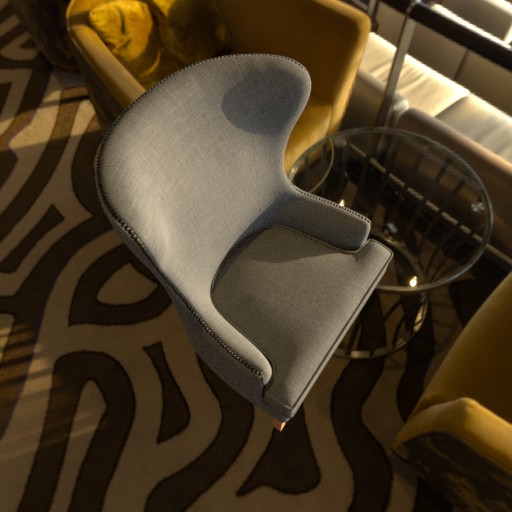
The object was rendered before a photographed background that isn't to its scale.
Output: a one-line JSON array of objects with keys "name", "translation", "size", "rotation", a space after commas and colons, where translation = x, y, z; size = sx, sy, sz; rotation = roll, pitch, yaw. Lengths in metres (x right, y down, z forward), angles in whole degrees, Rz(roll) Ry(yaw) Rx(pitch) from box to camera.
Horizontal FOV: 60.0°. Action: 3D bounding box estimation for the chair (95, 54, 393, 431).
[{"name": "chair", "translation": [0.000, 0.000, 1.767], "size": [0.883, 1.176, 0.864], "rotation": [31, 63, 18]}]
